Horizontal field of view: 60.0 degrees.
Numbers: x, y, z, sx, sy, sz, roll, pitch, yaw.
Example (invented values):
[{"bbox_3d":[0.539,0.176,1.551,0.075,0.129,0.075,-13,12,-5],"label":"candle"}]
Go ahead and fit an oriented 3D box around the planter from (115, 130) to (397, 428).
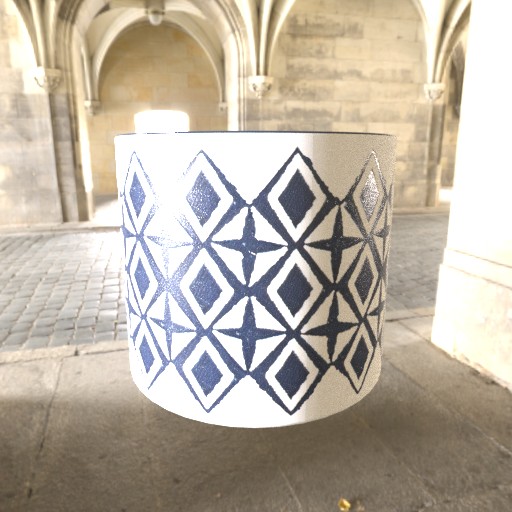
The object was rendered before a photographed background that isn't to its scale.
[{"bbox_3d":[0.000,0.000,0.276,0.159,0.144,0.159,0,13,0],"label":"planter"}]
